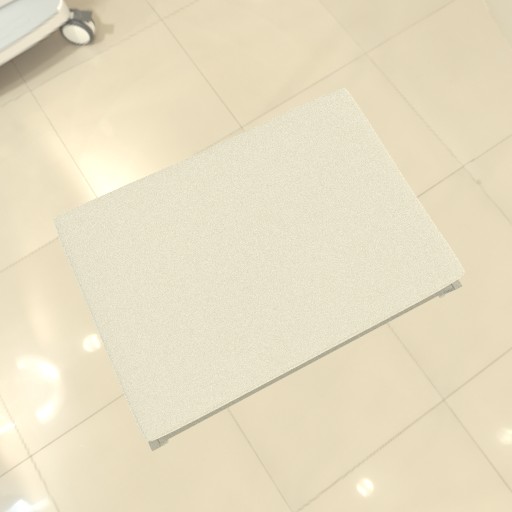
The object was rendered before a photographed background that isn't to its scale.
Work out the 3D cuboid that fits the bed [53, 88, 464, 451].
[{"bbox_3d":[0.000,0.000,2.663,1.985,0.510,1.460,-26,77,-7],"label":"bed"}]
